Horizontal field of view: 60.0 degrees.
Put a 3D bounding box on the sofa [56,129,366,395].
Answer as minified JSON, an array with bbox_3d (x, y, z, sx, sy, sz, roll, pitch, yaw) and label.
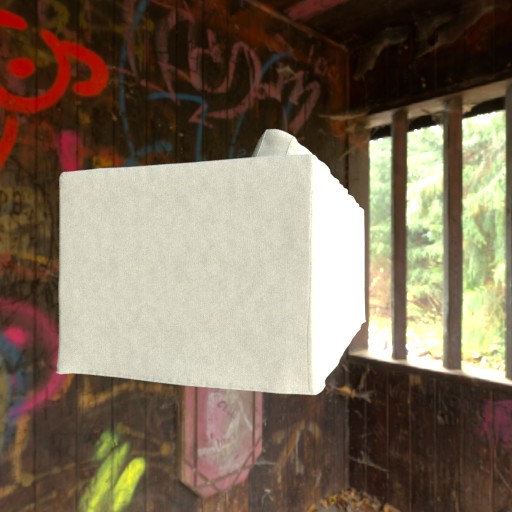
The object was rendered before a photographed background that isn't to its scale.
[{"bbox_3d":[0.000,0.000,2.221,0.944,0.830,1.727,0,0,19],"label":"sofa"}]
